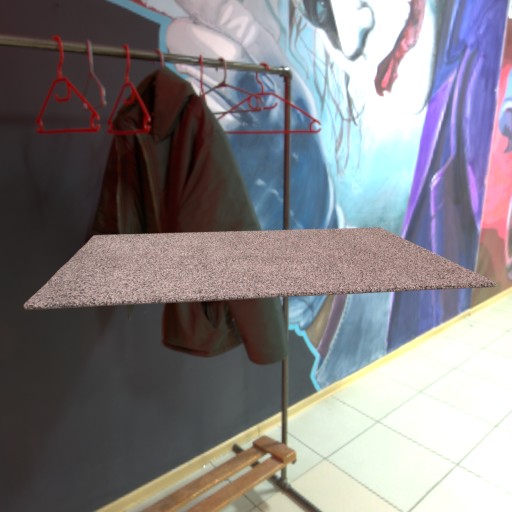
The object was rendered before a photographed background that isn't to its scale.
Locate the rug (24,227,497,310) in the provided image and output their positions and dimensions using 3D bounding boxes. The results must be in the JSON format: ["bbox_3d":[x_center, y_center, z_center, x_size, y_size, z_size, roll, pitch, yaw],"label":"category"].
[{"bbox_3d":[0.000,0.000,3.374,2.743,0.030,1.778,-2,15,-8],"label":"rug"}]
